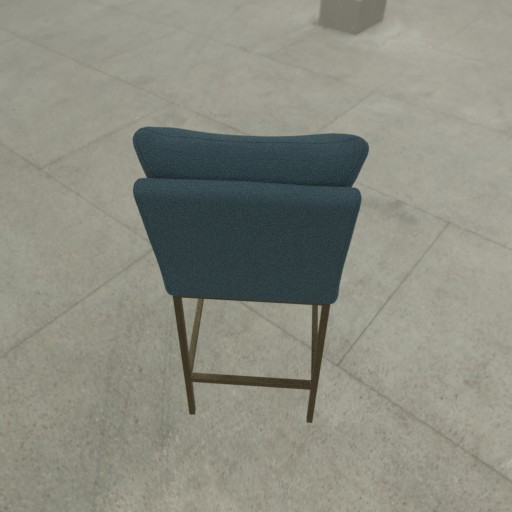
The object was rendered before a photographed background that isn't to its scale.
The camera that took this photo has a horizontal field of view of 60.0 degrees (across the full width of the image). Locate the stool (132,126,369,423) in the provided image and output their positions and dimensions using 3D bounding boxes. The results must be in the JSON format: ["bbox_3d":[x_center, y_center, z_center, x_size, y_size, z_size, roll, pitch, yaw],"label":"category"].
[{"bbox_3d":[0.000,0.000,1.319,0.463,1.032,0.568,3,46,3],"label":"stool"}]
